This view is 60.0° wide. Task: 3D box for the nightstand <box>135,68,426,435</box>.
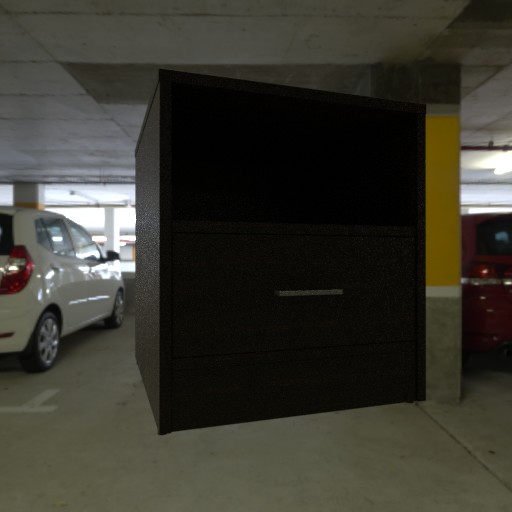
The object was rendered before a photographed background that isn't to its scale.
[{"bbox_3d":[0.000,0.000,0.811,0.400,0.460,0.461,0,0,-19],"label":"nightstand"}]
